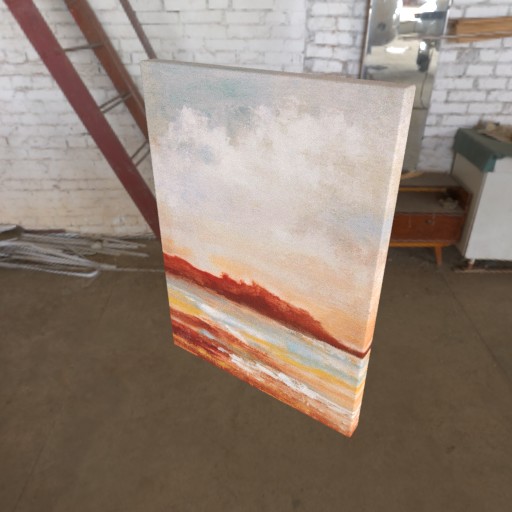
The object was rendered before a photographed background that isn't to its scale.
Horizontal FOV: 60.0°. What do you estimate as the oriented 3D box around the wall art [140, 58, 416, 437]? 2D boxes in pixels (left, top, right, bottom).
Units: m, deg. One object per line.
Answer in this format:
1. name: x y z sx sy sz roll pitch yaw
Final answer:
1. wall art: 0.000 0.000 0.777 0.443 0.605 0.035 20 36 30
